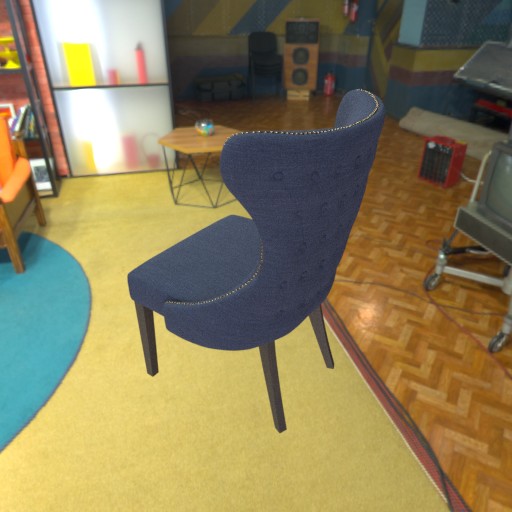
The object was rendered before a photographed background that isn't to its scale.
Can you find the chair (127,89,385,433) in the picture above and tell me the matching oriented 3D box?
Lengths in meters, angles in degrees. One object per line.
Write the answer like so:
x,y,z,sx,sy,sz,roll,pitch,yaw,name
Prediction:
0.000,0.000,1.403,0.635,0.967,0.628,20,36,30,chair
